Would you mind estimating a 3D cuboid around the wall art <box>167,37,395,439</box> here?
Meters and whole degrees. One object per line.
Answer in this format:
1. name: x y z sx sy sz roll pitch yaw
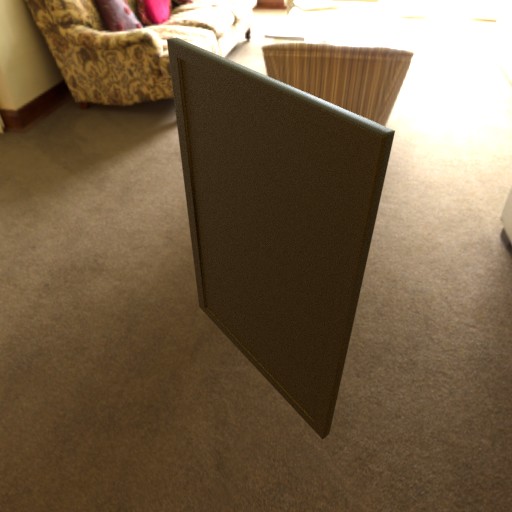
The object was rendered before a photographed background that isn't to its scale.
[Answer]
1. wall art: 0.000 0.000 0.541 0.013 0.431 0.303 -27 48 -28
